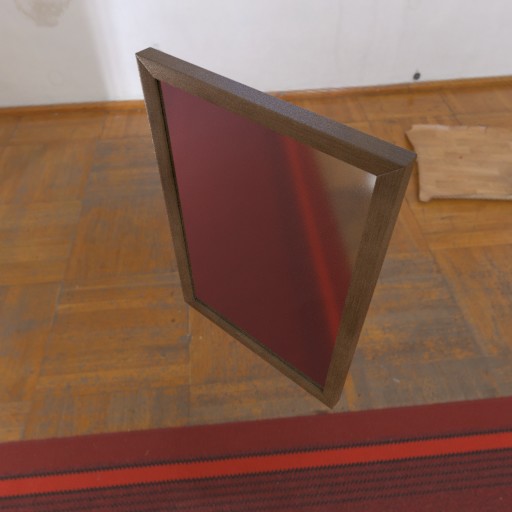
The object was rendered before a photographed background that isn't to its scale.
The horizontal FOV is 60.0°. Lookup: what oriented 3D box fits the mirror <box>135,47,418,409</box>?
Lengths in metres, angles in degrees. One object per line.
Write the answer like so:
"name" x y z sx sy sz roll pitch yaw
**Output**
"mirror" 0.000 0.000 0.923 0.507 0.710 0.040 31 55 25
